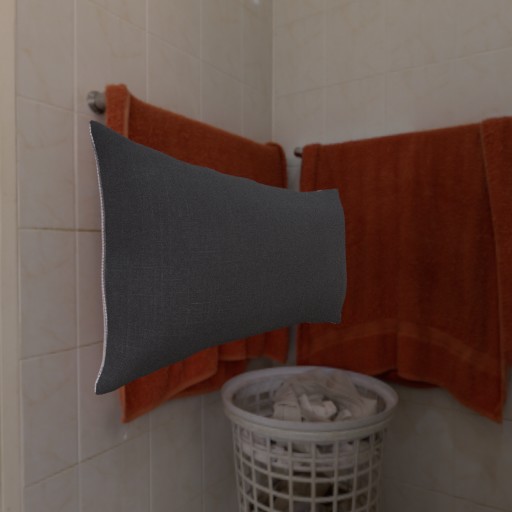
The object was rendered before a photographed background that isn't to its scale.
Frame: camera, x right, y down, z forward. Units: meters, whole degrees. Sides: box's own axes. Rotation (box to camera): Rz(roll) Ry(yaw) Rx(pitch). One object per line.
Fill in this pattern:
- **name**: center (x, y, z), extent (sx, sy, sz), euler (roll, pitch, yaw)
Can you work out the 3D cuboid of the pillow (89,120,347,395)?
- **pillow**: center (0.000, 0.000, 0.726), extent (0.151, 0.305, 0.609), euler (1, 2, 36)
